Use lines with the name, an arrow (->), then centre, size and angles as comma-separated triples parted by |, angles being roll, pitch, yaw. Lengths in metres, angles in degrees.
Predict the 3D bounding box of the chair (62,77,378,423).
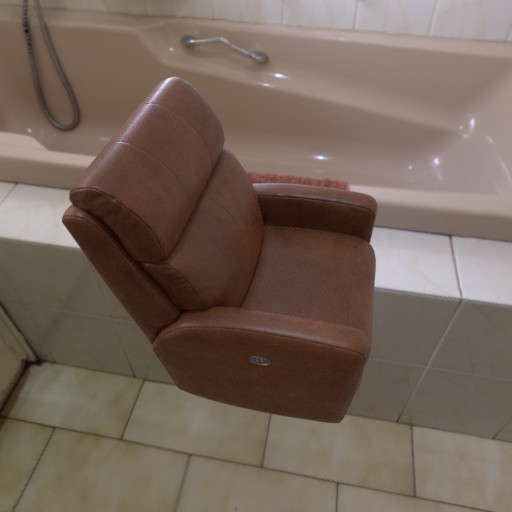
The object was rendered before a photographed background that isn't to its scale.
chair -> 0.000, 0.000, 1.659 | 0.939, 1.016, 0.787 | 9, 47, 9
